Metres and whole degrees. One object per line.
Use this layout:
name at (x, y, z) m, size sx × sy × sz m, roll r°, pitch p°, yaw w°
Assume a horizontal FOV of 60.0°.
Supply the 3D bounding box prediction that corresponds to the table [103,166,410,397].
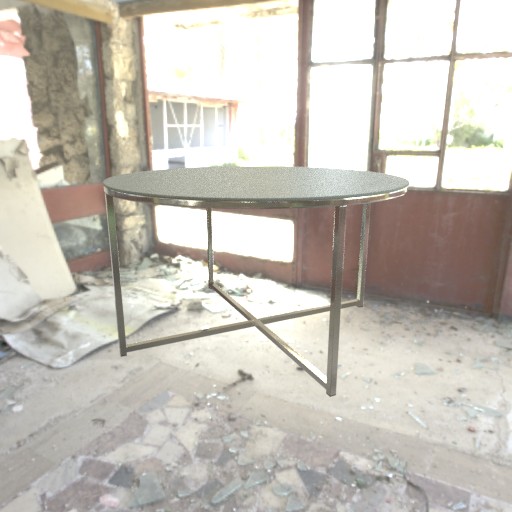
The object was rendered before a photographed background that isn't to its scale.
table at (0.000, 0.000, 1.278) m, size 0.800 × 0.450 × 0.800 m, roll 0°, pitch 16°, yaw 0°
